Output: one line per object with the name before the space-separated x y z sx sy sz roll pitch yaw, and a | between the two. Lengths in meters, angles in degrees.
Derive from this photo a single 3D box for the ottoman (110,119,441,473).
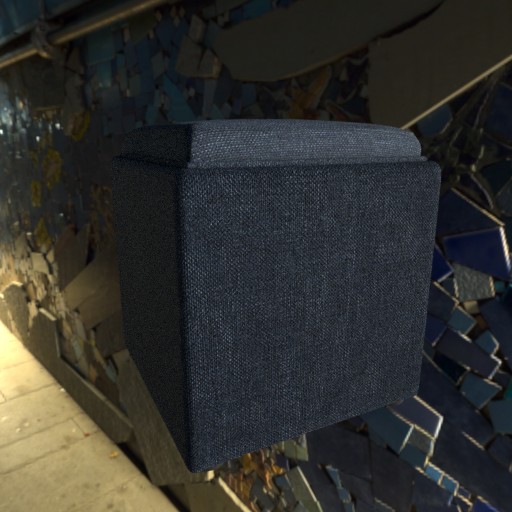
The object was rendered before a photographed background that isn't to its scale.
ottoman | 0.000 0.000 0.837 0.436 0.493 0.454 -8 17 -26
